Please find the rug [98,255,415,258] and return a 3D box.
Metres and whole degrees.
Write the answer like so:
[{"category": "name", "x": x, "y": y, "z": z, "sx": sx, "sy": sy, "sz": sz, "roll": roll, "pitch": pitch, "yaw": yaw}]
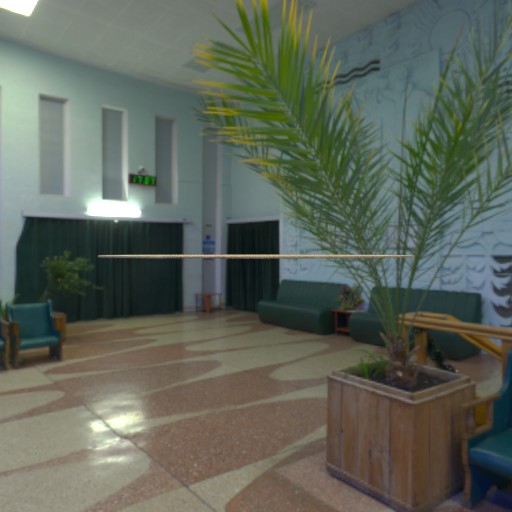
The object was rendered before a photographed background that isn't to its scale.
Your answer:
[{"category": "rug", "x": 0.000, "y": 0.000, "z": 3.631, "sx": 2.444, "sy": 0.015, "sz": 2.444, "roll": 0, "pitch": 0, "yaw": 0}]
